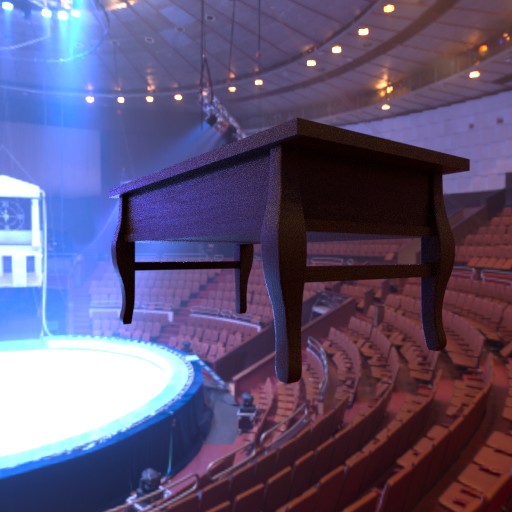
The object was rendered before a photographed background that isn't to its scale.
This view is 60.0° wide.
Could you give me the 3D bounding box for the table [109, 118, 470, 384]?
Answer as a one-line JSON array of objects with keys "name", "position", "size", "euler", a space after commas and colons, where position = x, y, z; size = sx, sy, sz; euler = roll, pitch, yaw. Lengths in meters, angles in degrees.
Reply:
[{"name": "table", "position": [0.000, 0.000, 1.392], "size": [0.600, 0.494, 1.062], "euler": [0, 0, -36]}]
